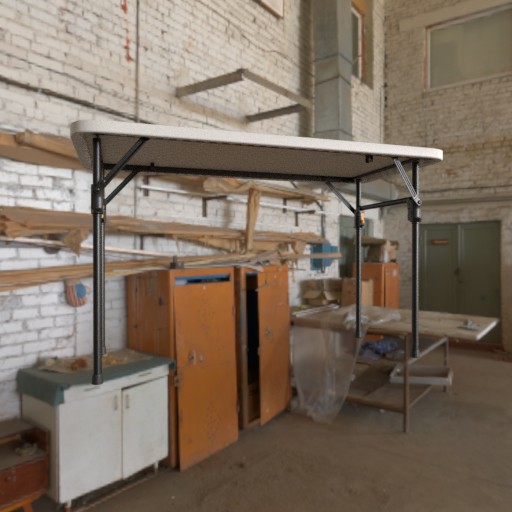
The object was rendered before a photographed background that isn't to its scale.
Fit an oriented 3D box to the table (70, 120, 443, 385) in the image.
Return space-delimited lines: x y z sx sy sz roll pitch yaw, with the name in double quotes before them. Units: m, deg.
"table" 0.000 0.000 1.622 1.219 0.729 0.610 0 0 -17
